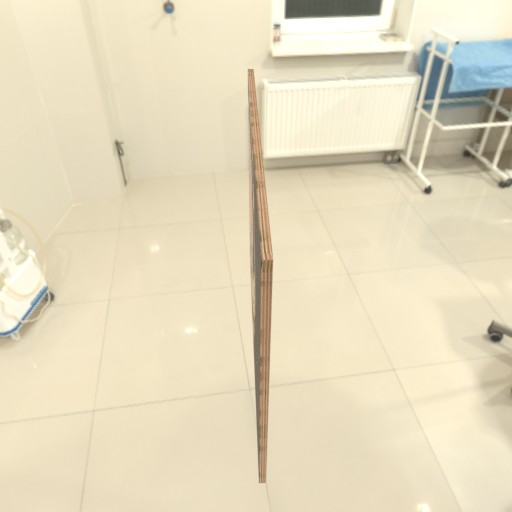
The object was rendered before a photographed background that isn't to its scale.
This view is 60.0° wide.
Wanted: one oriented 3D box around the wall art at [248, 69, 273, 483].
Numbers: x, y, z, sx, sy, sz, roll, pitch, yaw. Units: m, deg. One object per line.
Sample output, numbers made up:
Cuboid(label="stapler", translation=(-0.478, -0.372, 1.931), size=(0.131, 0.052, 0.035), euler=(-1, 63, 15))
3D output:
Cuboid(label="wall art", translation=(0.000, 0.000, 0.688), size=(0.010, 0.408, 0.508), euler=(-1, 39, -2))
